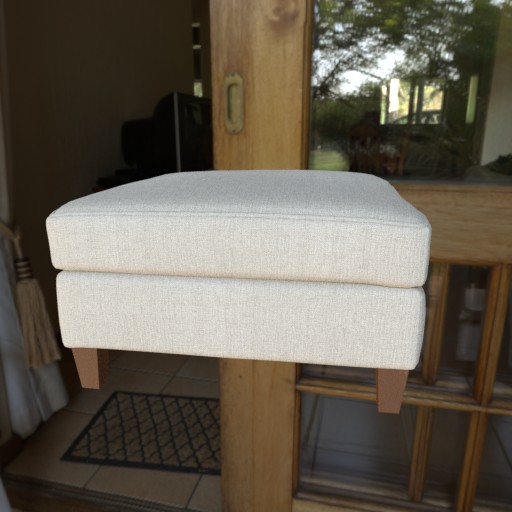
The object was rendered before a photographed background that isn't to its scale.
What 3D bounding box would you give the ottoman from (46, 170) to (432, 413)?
[{"bbox_3d":[0.000,0.000,1.347,0.838,0.503,0.838,2,16,8],"label":"ottoman"}]
